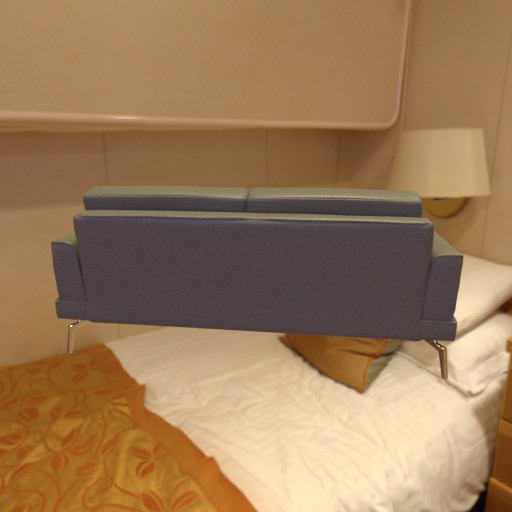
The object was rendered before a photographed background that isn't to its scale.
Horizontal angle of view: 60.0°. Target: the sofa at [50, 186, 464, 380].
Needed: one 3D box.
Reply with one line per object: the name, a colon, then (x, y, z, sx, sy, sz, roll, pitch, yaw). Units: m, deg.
sofa: (0.000, 0.000, 2.767, 2.177, 0.930, 1.121, 2, 15, 7)
